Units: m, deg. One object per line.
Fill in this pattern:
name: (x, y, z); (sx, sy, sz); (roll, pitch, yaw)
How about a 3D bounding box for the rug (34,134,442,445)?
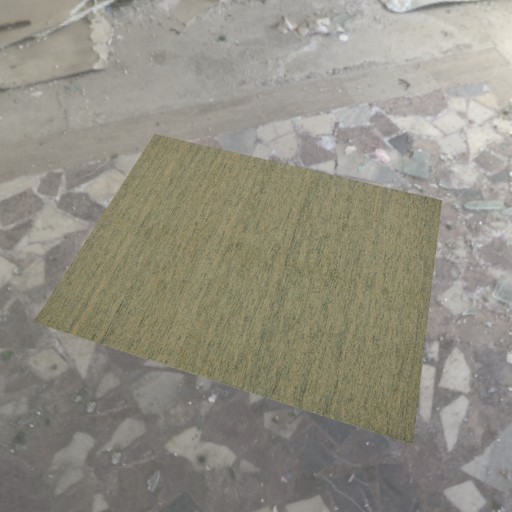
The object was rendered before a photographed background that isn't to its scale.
rug: (0.000, 0.000, 4.143); (3.201, 0.014, 2.437); (15, 58, 9)
